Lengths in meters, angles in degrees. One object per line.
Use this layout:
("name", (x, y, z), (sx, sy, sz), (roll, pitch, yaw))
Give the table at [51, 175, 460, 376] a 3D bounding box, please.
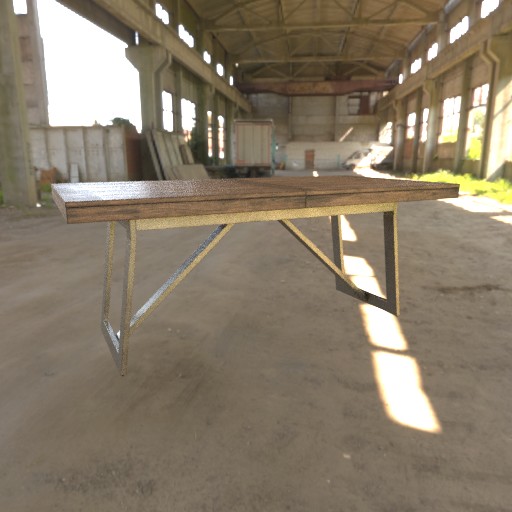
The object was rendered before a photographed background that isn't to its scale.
("table", (0.000, 0.000, 2.347), (1.867, 0.757, 0.931), (-7, 15, -26))
